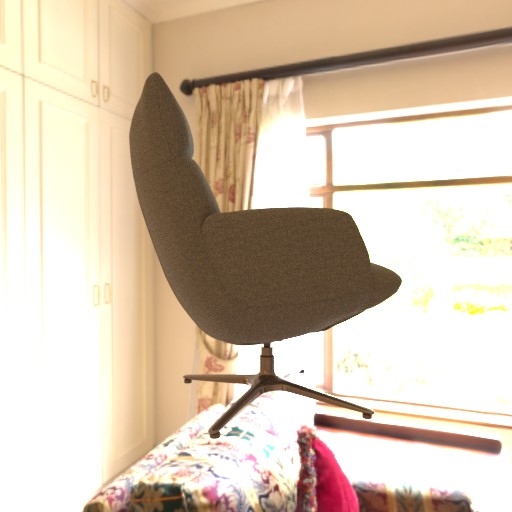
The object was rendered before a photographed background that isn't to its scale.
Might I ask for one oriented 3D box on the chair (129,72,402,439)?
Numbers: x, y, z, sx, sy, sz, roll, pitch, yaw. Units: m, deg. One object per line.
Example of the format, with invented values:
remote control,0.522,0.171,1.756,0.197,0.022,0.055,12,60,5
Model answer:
chair,0.000,0.000,1.517,0.831,0.984,0.702,0,1,-17
